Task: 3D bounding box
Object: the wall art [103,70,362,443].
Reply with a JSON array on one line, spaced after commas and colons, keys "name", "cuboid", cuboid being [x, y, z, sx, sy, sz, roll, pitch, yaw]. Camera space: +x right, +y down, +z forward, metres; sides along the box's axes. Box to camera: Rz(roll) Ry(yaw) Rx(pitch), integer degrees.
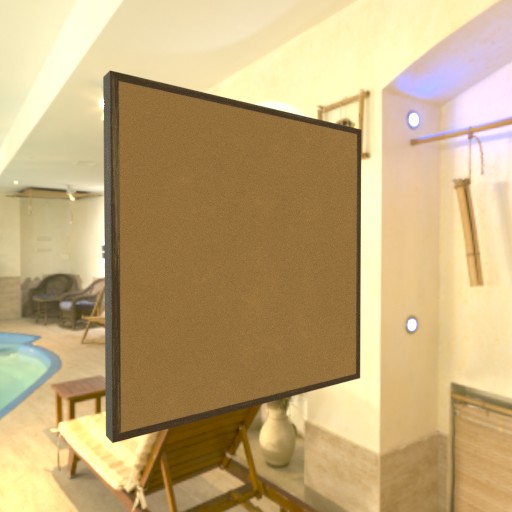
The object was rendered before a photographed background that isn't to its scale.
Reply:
[{"name": "wall art", "cuboid": [0.000, 0.000, 1.144, 0.762, 0.758, 0.043, -1, 1, -36]}]
